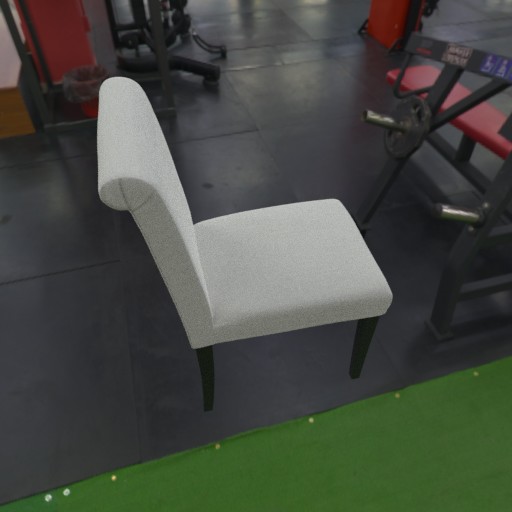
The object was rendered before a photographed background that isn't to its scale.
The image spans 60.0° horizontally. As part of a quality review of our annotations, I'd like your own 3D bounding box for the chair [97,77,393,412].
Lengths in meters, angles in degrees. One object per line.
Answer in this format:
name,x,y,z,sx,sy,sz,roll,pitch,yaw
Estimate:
chair,0.000,0.000,1.341,0.708,0.976,0.452,-10,46,-10
